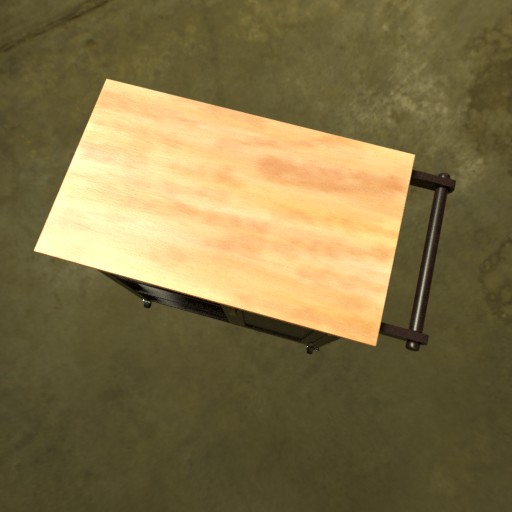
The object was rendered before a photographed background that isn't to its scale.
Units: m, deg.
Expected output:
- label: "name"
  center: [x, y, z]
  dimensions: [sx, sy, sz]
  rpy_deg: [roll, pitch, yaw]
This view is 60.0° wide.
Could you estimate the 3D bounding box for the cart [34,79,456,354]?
- label: "cart"
  center: [0.000, 0.000, 1.454]
  dimensions: [0.914, 0.878, 0.472]
  rpy_deg: [15, 76, 4]
